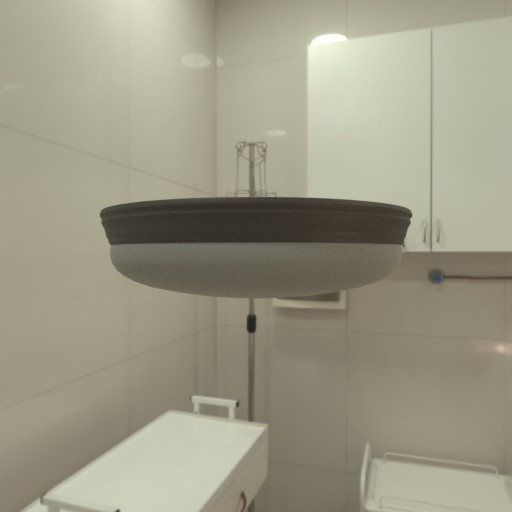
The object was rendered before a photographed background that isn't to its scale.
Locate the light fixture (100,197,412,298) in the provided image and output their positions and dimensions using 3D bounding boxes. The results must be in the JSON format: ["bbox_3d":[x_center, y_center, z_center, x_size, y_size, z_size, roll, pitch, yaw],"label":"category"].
[{"bbox_3d":[0.000,0.000,0.553,0.368,0.100,0.368,0,0,0],"label":"light fixture"}]
